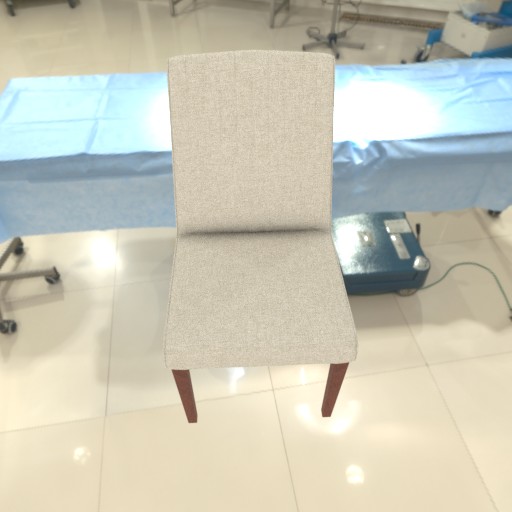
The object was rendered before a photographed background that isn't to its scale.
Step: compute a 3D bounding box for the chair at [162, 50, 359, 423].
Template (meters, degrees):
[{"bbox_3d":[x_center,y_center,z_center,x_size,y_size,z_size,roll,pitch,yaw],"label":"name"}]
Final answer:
[{"bbox_3d":[0.000,0.000,1.236,0.480,0.900,0.594,-2,47,-2],"label":"chair"}]
